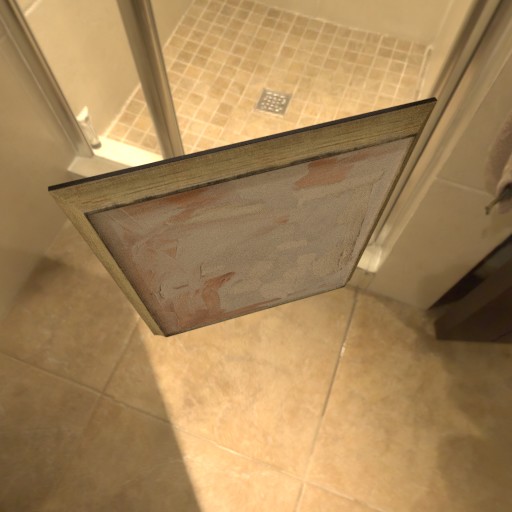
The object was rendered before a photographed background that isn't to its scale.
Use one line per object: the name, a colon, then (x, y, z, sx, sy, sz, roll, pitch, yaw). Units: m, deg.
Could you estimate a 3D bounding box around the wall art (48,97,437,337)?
wall art: (0.000, 0.000, 0.619, 0.381, 0.457, 0.023, -15, 65, -7)
